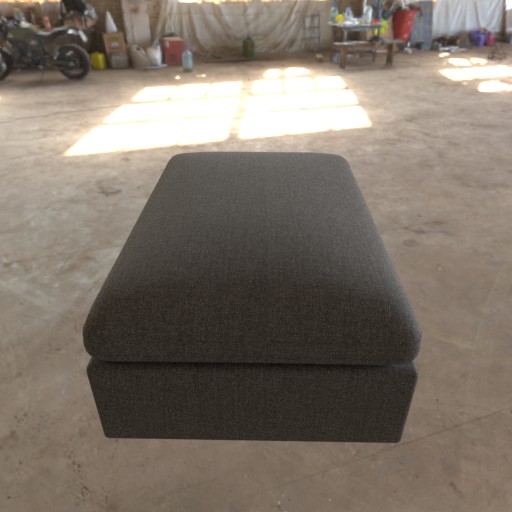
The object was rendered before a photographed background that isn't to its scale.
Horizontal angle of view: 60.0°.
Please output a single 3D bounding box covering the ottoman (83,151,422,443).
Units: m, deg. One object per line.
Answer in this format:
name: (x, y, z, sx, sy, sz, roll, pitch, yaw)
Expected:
ottoman: (0.000, 0.000, 1.385, 0.711, 0.483, 1.041, 1, 32, 1)
